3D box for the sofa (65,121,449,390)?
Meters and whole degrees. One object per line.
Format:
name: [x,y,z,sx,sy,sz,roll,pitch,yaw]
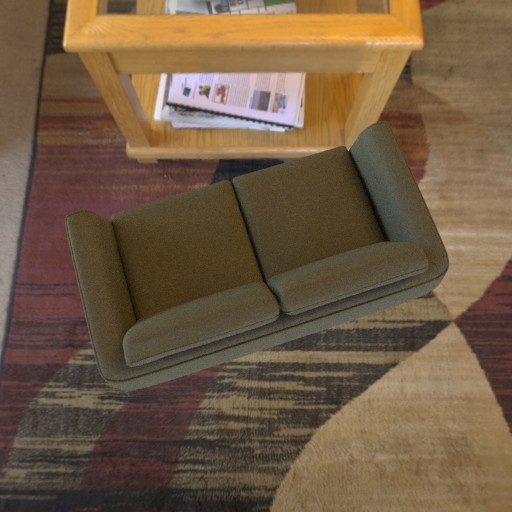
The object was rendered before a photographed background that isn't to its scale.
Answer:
sofa: [0.000,0.000,2.280,1.700,0.850,0.920,-17,77,-4]
